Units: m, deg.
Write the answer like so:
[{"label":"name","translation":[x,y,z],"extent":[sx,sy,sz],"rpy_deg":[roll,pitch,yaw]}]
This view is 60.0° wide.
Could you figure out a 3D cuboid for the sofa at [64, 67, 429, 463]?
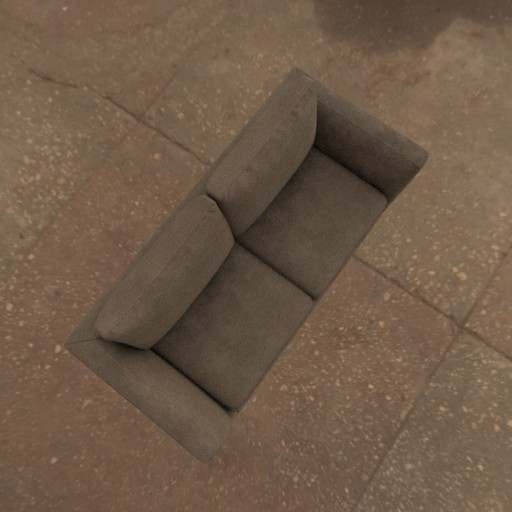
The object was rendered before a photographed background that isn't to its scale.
[{"label":"sofa","translation":[0.000,0.000,2.351],"extent":[0.855,1.013,1.832],"rpy_deg":[36,79,8]}]
